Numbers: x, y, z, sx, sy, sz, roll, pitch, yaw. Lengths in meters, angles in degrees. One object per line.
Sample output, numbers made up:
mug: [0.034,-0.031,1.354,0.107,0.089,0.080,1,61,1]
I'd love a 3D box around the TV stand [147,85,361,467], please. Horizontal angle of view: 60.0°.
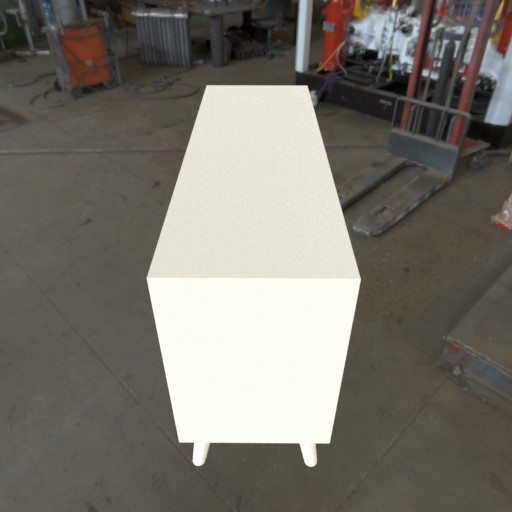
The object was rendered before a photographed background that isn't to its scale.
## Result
TV stand: [0.000,0.000,1.558,0.406,0.812,1.193,0,38,0]
